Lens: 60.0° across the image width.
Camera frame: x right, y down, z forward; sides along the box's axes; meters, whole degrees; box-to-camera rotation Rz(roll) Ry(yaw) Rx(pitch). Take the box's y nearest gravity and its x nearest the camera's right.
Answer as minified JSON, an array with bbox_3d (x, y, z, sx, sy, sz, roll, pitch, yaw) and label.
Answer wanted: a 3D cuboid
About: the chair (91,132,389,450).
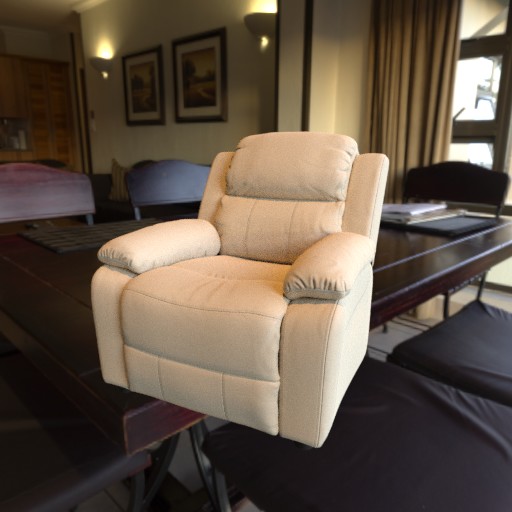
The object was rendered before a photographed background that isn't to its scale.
[{"bbox_3d":[0.000,0.000,1.278,0.680,0.702,0.709,7,16,26],"label":"chair"}]
